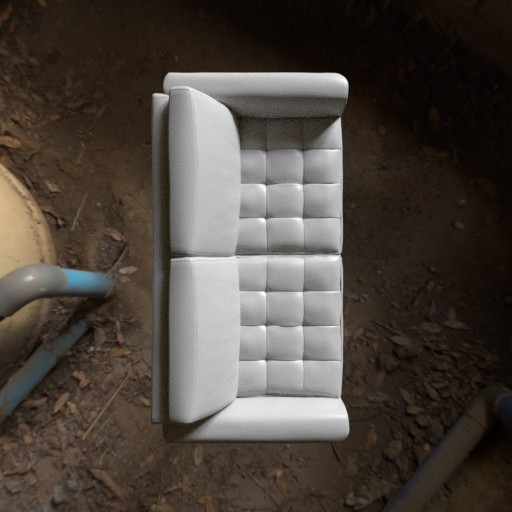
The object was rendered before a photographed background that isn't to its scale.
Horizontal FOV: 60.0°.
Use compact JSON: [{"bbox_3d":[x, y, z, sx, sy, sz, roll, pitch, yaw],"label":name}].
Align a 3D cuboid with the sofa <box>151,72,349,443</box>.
[{"bbox_3d":[0.000,0.000,2.697,1.121,0.930,2.177,0,89,1],"label":"sofa"}]
